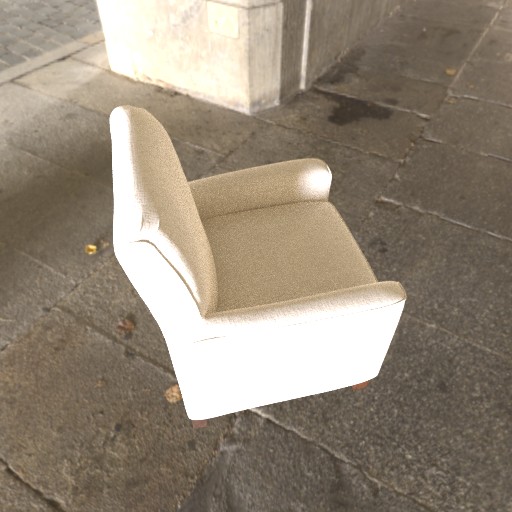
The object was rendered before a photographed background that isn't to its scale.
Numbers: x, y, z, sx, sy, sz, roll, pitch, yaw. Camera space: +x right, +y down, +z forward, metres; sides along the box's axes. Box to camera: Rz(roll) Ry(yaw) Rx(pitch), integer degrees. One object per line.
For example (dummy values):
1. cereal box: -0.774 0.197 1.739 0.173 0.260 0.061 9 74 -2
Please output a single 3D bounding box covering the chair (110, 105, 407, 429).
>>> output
1. chair: 0.000 0.000 1.664 0.858 1.028 0.841 -10 47 -10
